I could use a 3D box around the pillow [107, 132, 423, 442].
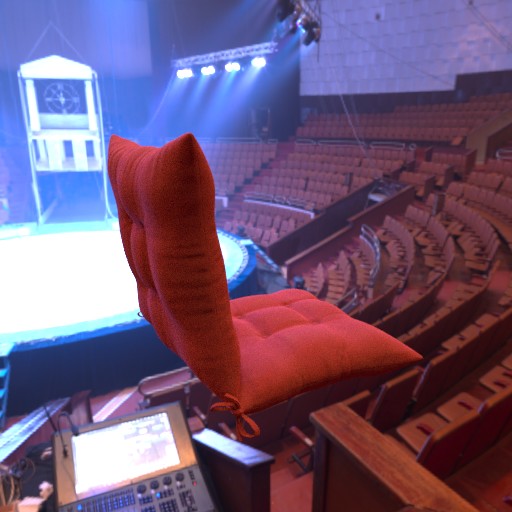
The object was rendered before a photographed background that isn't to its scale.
[{"bbox_3d":[0.000,0.000,1.008,0.585,0.536,0.541,-8,17,-28],"label":"pillow"}]
